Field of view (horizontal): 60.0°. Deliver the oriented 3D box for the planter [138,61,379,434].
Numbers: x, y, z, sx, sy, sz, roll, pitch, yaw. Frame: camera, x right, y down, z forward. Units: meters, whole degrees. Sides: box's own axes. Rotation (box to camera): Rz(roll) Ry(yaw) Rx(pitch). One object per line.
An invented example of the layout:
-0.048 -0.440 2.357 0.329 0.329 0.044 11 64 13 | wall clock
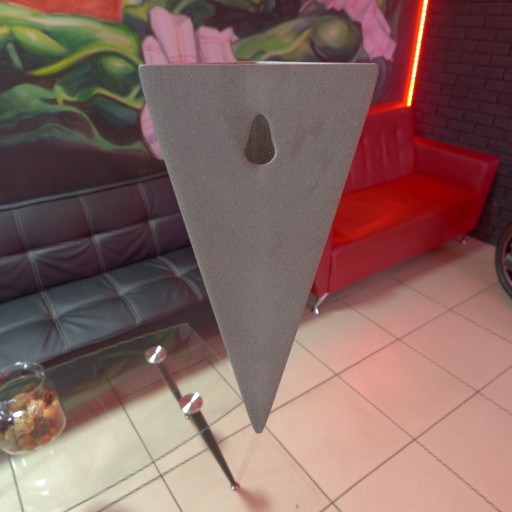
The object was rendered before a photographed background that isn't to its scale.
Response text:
0.000 0.000 0.157 0.058 0.130 0.047 -1 29 -2 | planter
